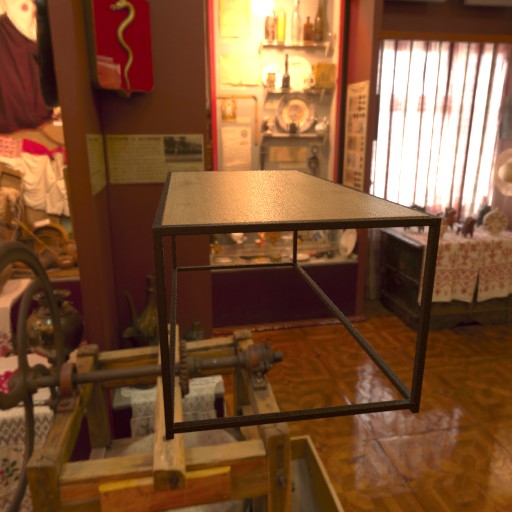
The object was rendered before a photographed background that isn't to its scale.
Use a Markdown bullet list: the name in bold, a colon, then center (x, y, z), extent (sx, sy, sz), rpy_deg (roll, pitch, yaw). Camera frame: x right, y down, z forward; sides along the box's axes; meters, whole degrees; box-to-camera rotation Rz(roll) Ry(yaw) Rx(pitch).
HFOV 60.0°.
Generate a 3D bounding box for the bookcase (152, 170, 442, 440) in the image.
- **bookcase**: center (0.000, 0.000, 1.271), extent (0.500, 0.400, 1.000), rpy_deg (-3, 16, -9)
